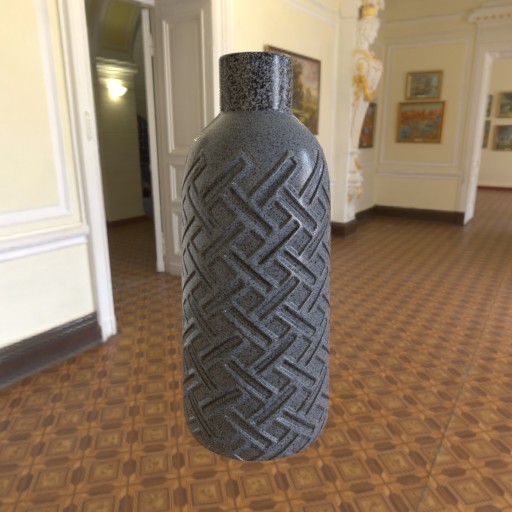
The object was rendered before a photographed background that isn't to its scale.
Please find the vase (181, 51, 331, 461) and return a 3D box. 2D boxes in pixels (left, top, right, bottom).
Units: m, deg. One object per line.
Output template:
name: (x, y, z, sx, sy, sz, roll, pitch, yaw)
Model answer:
vase: (0.000, 0.000, 0.342, 0.122, 0.282, 0.122, 0, 15, 0)
